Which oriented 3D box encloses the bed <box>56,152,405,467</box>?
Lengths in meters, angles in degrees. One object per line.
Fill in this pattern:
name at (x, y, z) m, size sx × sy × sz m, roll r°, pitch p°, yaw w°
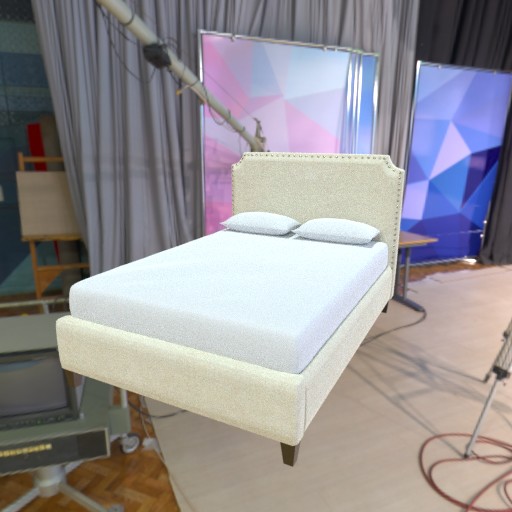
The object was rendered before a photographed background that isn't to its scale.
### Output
bed at (0.000, 0.000, 3.408) m, size 1.713 × 1.457 × 2.381 m, roll 8°, pitch 17°, yaw 26°
